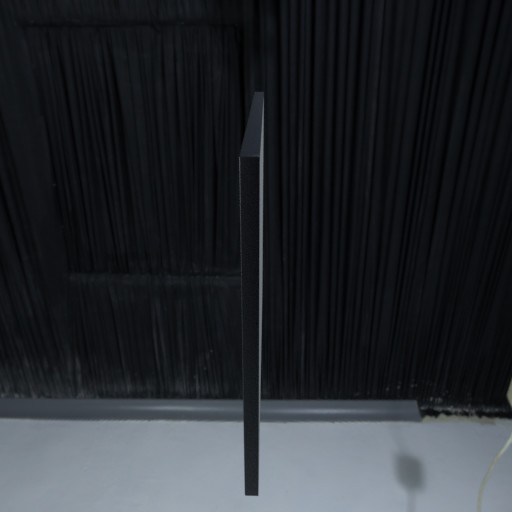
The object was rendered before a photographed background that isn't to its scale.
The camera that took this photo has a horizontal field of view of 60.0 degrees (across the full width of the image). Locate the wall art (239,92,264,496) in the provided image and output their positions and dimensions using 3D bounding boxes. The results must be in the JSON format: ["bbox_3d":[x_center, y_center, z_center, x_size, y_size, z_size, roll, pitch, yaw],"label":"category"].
[{"bbox_3d":[0.000,0.000,0.719,0.018,0.450,0.521,1,26,1],"label":"wall art"}]
